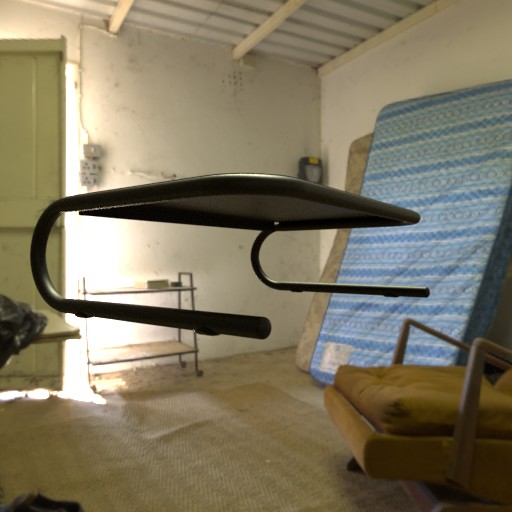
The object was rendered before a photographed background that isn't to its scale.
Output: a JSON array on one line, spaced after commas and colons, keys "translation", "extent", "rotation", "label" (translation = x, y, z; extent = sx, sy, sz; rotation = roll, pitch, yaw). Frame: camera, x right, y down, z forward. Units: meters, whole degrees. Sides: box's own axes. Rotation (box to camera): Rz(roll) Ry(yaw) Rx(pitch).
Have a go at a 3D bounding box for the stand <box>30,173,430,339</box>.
[{"translation": [0.000, 0.000, 0.496], "extent": [0.280, 0.108, 0.370], "rotation": [0, 0, 36], "label": "stand"}]
